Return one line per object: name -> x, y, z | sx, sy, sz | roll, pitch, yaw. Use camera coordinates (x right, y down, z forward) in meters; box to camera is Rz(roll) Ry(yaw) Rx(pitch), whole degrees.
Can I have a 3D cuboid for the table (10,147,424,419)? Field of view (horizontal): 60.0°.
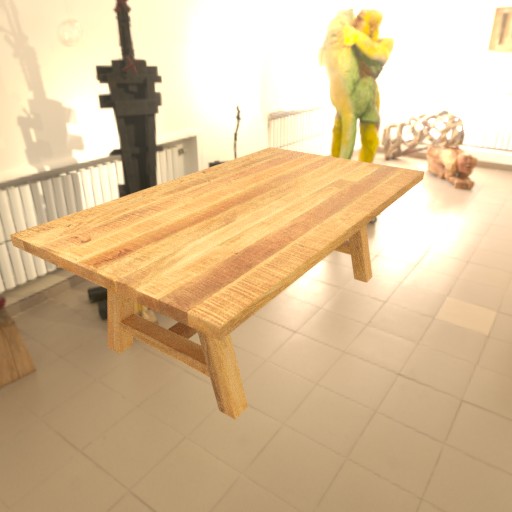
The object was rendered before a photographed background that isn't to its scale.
table -> 0.000, 0.000, 1.632 | 0.760, 0.455, 1.320 | 18, 31, 31
